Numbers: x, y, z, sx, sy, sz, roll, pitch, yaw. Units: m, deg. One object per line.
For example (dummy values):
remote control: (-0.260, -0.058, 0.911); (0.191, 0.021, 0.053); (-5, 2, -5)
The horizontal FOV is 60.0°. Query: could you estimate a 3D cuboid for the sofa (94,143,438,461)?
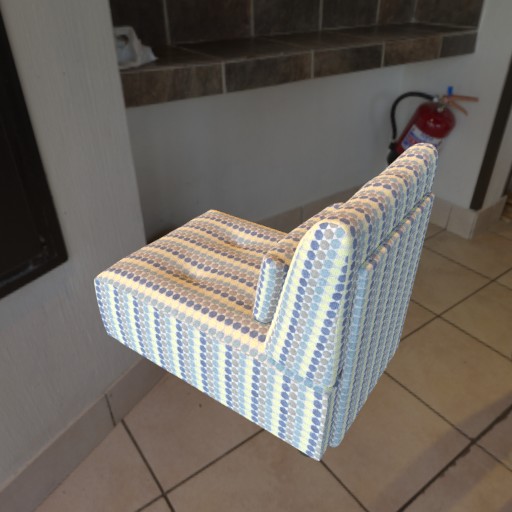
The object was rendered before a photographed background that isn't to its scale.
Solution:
sofa: (0.000, 0.000, 1.590); (1.000, 0.820, 0.700); (21, 38, 29)
